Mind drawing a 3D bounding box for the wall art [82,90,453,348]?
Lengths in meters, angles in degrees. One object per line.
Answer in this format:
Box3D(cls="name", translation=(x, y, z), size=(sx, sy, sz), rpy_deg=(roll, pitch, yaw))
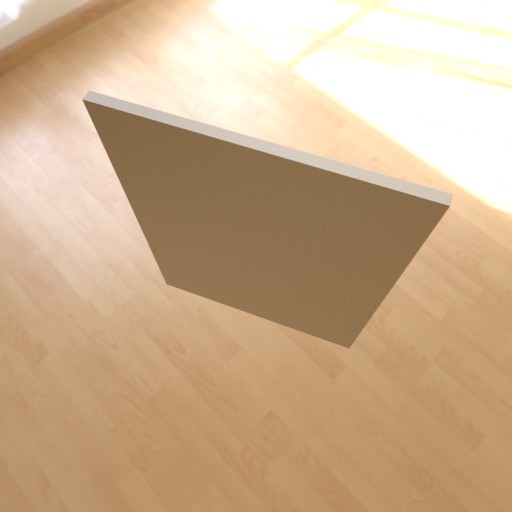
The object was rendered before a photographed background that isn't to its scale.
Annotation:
Box3D(cls="wall art", translation=(0.000, 0.000, 1.398), size=(0.816, 1.046, 0.030), rpy_deg=(18, 65, 9))
